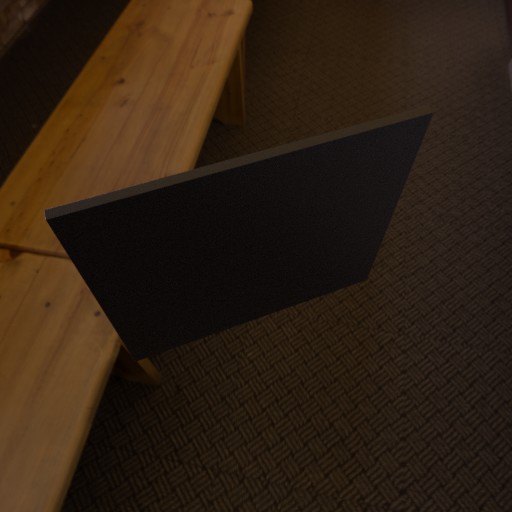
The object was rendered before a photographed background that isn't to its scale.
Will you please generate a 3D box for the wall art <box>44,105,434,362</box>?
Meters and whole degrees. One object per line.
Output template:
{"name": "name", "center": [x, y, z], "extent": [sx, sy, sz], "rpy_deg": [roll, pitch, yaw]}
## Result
{"name": "wall art", "center": [0.000, 0.000, 0.550], "extent": [0.383, 0.332, 0.012], "rpy_deg": [-18, 58, -12]}
